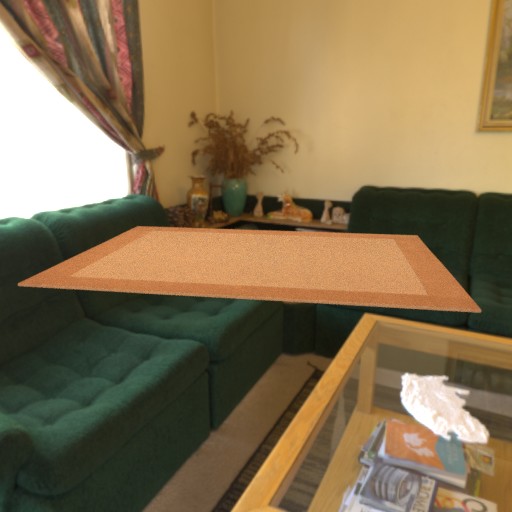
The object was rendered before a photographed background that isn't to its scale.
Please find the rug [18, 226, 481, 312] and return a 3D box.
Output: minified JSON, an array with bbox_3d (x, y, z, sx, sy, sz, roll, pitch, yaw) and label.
[{"bbox_3d":[0.000,0.000,2.299,1.829,0.014,1.219,2,16,9],"label":"rug"}]
